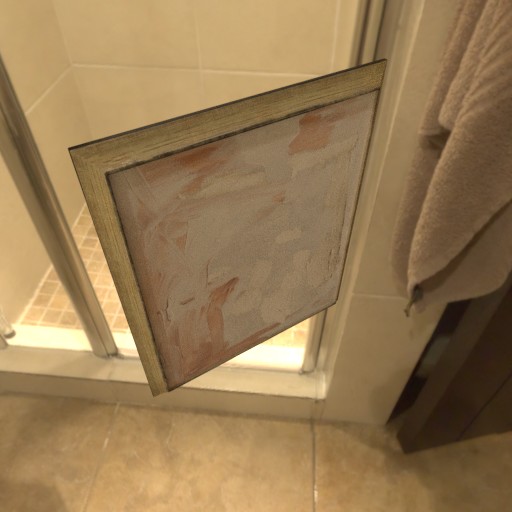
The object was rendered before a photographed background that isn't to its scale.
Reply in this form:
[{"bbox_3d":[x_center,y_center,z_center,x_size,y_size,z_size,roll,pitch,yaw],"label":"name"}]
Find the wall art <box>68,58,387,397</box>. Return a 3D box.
[{"bbox_3d":[0.000,0.000,0.620,0.381,0.457,0.023,-24,50,-22],"label":"wall art"}]
